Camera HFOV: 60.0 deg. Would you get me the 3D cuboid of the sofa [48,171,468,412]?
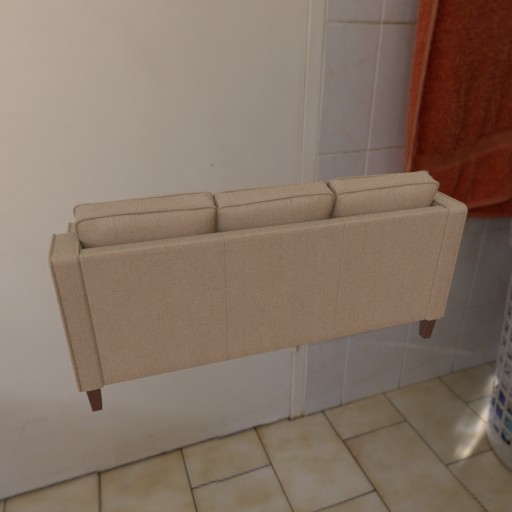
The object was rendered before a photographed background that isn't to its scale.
[{"bbox_3d":[0.000,0.000,2.515,1.986,0.974,0.911,-8,27,-16],"label":"sofa"}]
